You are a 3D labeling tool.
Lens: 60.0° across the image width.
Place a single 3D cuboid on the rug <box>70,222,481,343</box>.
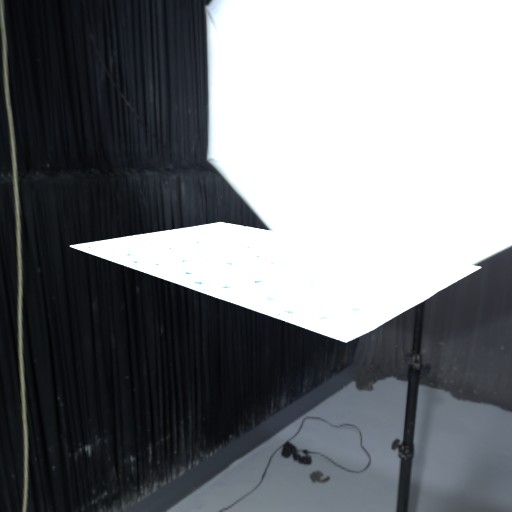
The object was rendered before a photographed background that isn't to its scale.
[{"bbox_3d":[0.000,0.000,3.044,2.457,0.009,1.512,13,19,43],"label":"rug"}]
